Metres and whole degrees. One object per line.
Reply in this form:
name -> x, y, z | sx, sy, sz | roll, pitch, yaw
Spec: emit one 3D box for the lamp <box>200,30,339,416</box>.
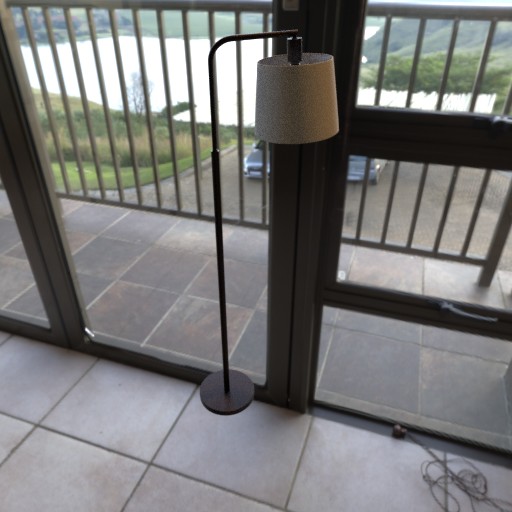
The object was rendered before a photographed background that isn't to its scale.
lamp -> 0.000, 0.000, 1.620 | 0.508, 1.478, 0.254 | 0, 32, 0
